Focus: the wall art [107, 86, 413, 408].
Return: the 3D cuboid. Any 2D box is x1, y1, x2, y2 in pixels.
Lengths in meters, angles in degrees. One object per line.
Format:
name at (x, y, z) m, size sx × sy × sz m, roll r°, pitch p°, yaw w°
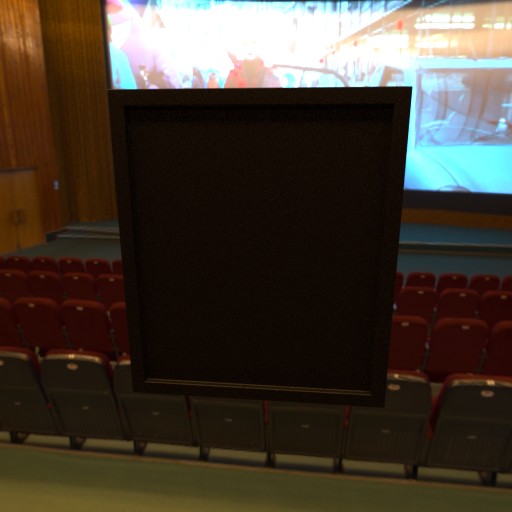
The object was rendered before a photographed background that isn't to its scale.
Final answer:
wall art at (0.000, 0.000, 0.537) m, size 0.328 × 0.381 × 0.028 m, roll 2°, pitch 16°, yaw 6°
